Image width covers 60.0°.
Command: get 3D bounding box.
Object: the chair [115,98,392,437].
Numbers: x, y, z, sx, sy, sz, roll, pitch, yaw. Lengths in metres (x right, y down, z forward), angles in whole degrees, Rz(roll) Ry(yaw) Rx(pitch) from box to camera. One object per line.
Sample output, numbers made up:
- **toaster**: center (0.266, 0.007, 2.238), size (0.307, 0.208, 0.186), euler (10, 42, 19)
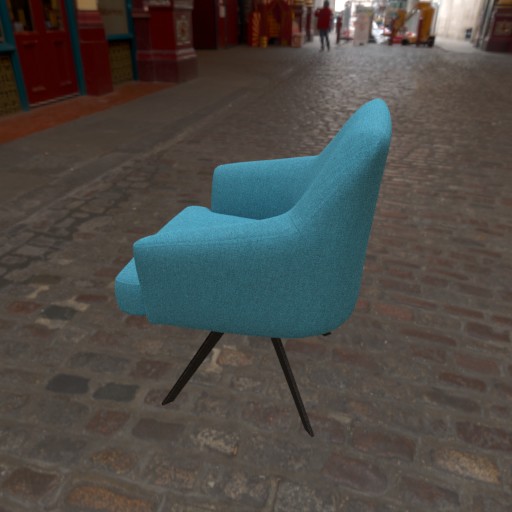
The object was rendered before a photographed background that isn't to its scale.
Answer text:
- **chair**: center (0.000, 0.000, 1.336), size (0.677, 0.874, 0.642), euler (7, 30, 13)
